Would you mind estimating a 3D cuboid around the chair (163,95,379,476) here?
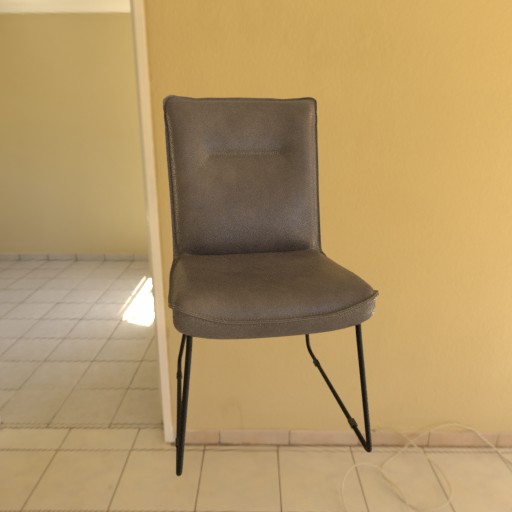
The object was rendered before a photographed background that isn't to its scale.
[{"bbox_3d":[0.000,0.000,1.317,0.515,0.932,0.688,-3,17,-9],"label":"chair"}]
